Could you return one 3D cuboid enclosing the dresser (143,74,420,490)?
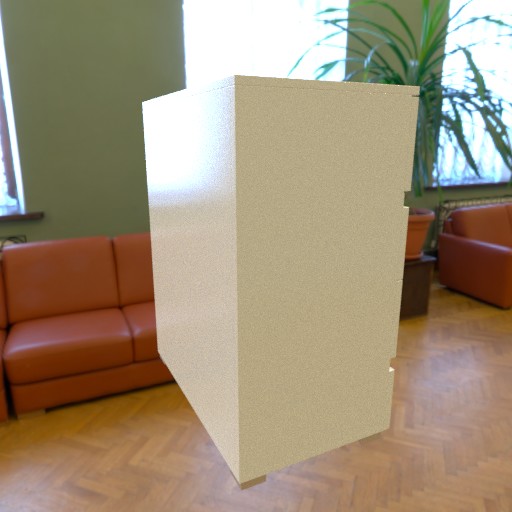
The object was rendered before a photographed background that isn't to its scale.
[{"bbox_3d":[0.000,0.000,1.173,0.400,0.800,0.650,-7,17,-26],"label":"dresser"}]
